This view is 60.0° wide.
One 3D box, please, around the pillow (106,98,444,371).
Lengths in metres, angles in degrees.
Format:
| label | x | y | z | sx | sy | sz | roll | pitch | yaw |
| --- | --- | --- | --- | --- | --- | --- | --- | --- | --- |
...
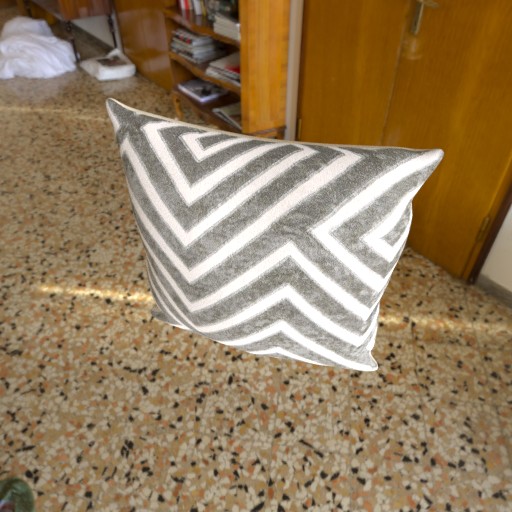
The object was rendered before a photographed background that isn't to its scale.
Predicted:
| label | x | y | z | sx | sy | sz | roll | pitch | yaw |
| --- | --- | --- | --- | --- | --- | --- | --- | --- | --- |
| pillow | 0.000 | 0.000 | 0.679 | 0.440 | 0.441 | 0.182 | 12 | 43 | 13 |
